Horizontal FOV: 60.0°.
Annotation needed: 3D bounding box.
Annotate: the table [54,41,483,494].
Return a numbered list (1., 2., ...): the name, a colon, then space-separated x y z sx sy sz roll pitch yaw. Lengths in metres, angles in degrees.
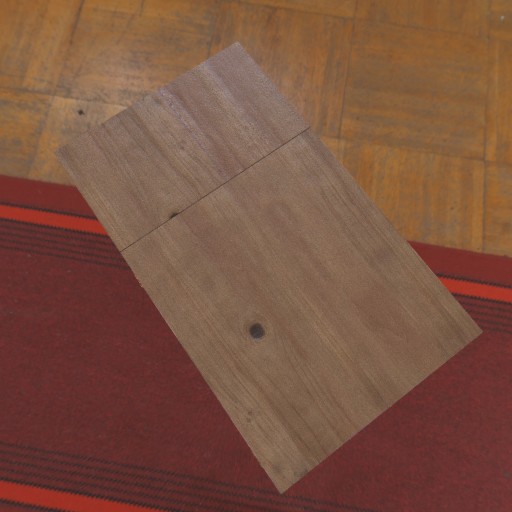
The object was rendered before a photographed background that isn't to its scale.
1. table: 0.000 0.000 1.400 0.655 0.395 1.101 -35 78 -9
